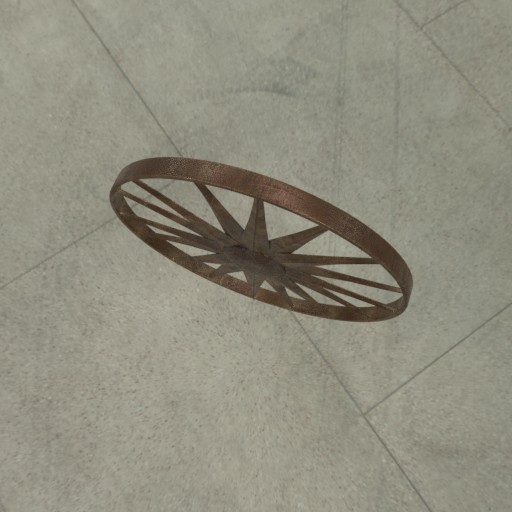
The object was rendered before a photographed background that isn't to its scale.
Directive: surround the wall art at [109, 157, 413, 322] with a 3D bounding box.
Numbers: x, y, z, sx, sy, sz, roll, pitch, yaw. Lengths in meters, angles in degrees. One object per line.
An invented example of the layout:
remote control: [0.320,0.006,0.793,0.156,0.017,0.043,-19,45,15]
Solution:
wall art: [0.000,0.000,0.859,0.582,0.583,0.084,20,77,5]
